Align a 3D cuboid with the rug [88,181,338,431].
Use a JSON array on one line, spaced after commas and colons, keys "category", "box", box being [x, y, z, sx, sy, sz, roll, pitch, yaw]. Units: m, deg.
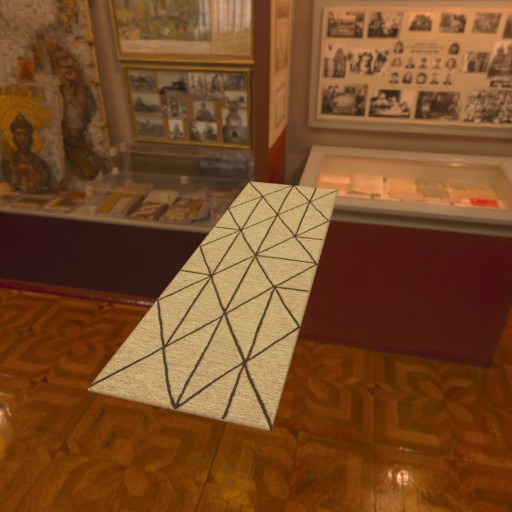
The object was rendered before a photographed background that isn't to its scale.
[{"category": "rug", "box": [0.000, 0.000, 2.722, 0.762, 0.012, 2.438, 8, 31, 13]}]
